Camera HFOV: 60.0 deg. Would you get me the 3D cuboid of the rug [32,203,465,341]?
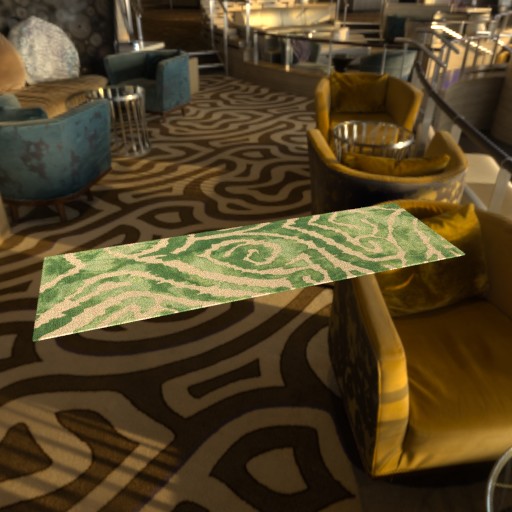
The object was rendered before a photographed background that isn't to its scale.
[{"bbox_3d":[0.000,0.000,2.688,2.438,0.006,0.761,-10,34,-15],"label":"rug"}]
